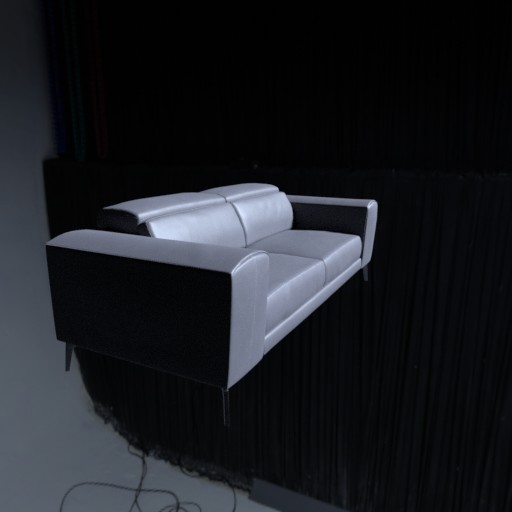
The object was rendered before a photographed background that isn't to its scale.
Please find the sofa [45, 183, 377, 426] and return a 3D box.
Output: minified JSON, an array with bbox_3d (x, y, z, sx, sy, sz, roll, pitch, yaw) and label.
[{"bbox_3d":[0.000,0.000,2.878,1.048,0.814,2.330,7,16,27],"label":"sofa"}]
